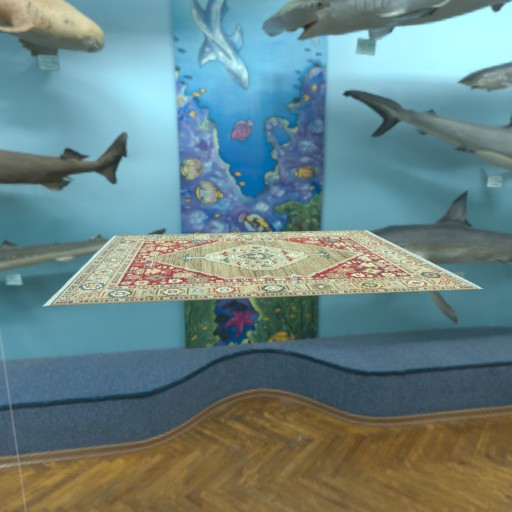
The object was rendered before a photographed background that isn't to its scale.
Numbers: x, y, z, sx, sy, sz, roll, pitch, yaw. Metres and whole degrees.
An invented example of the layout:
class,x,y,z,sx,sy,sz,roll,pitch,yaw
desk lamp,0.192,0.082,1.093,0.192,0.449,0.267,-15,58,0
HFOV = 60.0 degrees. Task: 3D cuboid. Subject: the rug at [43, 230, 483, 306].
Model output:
class,x,y,z,sx,sy,sz,roll,pitch,yaw
rug,0.000,0.000,4.293,3.143,0.008,2.451,-2,14,-7
